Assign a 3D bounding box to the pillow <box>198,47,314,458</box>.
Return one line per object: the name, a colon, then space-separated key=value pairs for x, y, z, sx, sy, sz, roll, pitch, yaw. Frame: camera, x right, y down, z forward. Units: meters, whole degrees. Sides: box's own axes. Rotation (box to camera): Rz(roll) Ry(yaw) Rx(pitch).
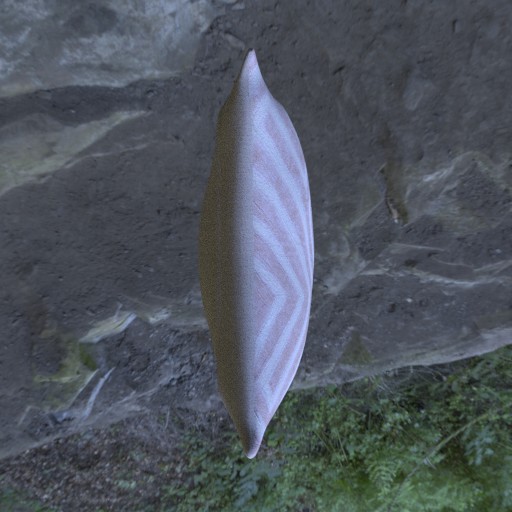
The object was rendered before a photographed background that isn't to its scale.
pillow: x=0.000 y=0.000 z=0.674 sx=0.182 sy=0.441 sz=0.440 roll=0 pitch=90 yaw=1
